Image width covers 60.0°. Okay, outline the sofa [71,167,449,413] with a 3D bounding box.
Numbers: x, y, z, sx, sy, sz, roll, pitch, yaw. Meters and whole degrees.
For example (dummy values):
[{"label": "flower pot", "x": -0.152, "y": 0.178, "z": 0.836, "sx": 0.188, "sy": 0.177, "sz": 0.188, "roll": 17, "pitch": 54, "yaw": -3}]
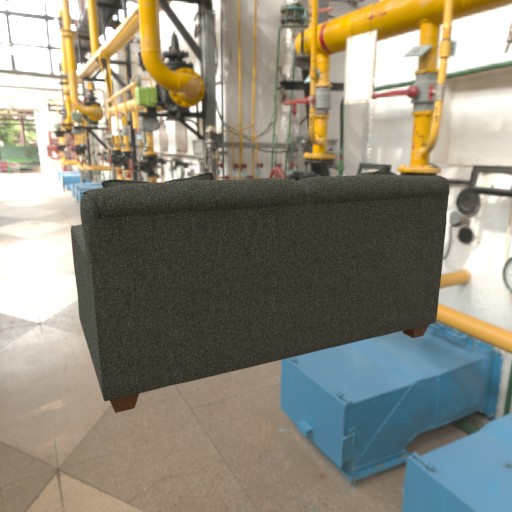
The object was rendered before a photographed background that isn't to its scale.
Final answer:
[{"label": "sofa", "x": 0.000, "y": 0.000, "z": 2.468, "sx": 1.846, "sy": 0.958, "sz": 0.998, "roll": -7, "pitch": 15, "yaw": -26}]
